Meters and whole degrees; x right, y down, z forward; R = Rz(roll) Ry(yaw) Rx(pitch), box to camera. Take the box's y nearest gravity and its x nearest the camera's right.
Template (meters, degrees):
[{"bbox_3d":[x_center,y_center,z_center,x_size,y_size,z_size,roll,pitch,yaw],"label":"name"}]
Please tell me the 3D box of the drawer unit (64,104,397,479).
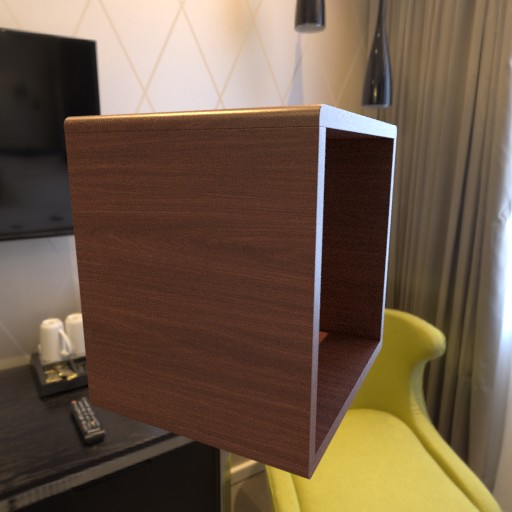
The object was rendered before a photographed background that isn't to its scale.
[{"bbox_3d":[0.000,0.000,0.606,0.290,0.351,0.349,7,15,26],"label":"drawer unit"}]
